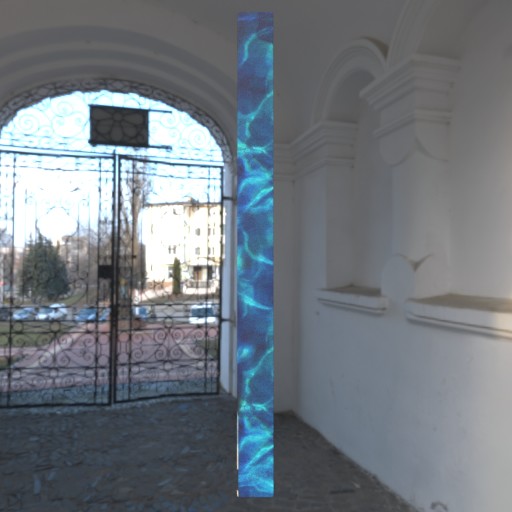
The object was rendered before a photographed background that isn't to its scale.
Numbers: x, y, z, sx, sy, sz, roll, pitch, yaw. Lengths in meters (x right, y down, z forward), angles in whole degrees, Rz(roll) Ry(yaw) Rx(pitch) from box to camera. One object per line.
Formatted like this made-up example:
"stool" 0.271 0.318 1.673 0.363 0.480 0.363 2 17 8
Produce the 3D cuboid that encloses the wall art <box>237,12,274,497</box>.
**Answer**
"wall art" 0.000 0.000 0.679 0.038 0.508 0.432 0 -1 0
